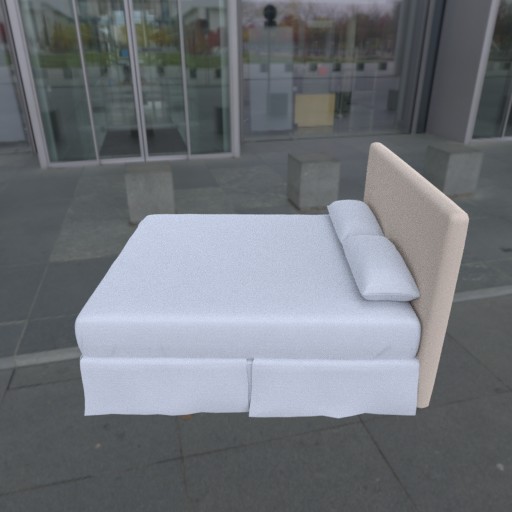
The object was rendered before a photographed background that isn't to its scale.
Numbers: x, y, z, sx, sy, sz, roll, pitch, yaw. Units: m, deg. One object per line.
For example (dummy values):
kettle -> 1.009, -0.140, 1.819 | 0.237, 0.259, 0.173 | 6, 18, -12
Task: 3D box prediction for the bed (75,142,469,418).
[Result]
bed -> 0.000, 0.000, 3.253 | 2.142, 1.330, 1.884 | 0, 25, 1
